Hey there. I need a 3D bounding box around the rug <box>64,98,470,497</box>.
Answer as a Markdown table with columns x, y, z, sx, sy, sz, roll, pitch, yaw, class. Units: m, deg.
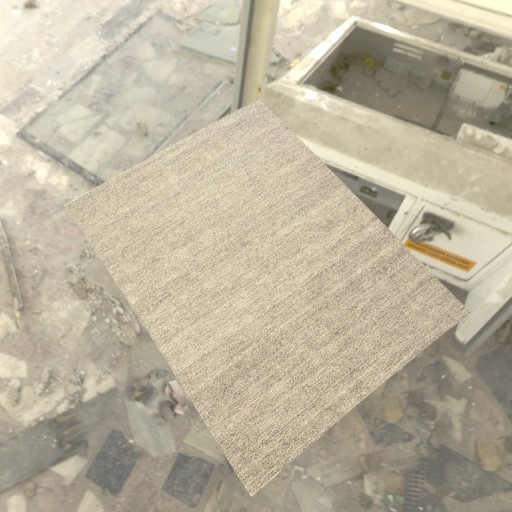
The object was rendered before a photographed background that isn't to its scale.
| x | y | z | sx | sy | sz | roll | pitch | yaw | class |
| --- | --- | --- | --- | --- | --- | --- | --- | --- | --- |
| 0.000 | 0.000 | 4.192 | 2.434 | 0.045 | 3.202 | -33 | 69 | -15 | rug |
